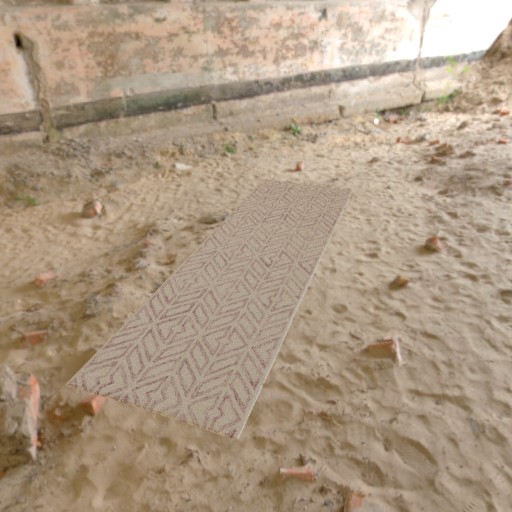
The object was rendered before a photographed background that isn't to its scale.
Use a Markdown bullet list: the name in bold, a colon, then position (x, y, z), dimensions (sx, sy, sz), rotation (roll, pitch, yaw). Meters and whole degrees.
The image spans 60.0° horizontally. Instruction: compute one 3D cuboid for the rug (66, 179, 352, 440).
- **rug**: position (0.000, 0.000, 2.657), dimensions (0.750, 0.009, 2.435), rotation (11, 32, 17)
